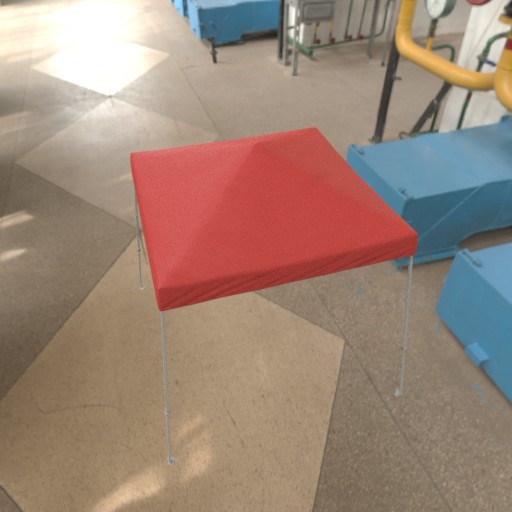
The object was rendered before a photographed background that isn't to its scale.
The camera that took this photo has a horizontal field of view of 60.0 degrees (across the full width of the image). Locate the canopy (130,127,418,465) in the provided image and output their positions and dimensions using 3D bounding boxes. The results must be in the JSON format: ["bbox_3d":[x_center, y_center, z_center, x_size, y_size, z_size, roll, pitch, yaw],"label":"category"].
[{"bbox_3d":[0.000,0.000,6.542,3.600,3.600,3.599,-12,42,-13],"label":"canopy"}]
